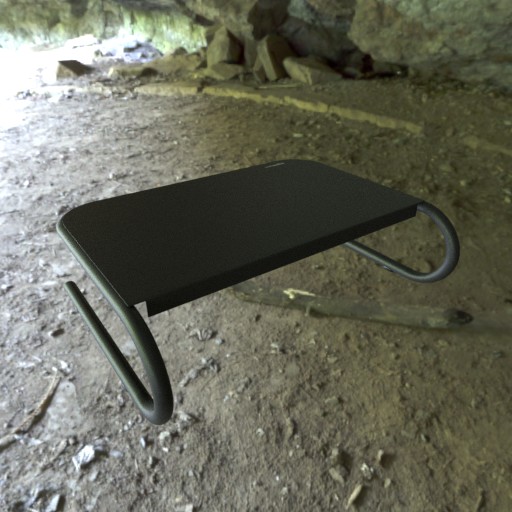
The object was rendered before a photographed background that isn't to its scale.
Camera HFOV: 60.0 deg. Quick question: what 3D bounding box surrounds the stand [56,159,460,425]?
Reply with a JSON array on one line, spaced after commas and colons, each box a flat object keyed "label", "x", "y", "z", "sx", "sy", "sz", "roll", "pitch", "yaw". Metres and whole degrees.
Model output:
[{"label": "stand", "x": 0.000, "y": 0.000, "z": 0.505, "sx": 0.370, "sy": 0.108, "sz": 0.280, "roll": -19, "pitch": 34, "yaw": -31}]
